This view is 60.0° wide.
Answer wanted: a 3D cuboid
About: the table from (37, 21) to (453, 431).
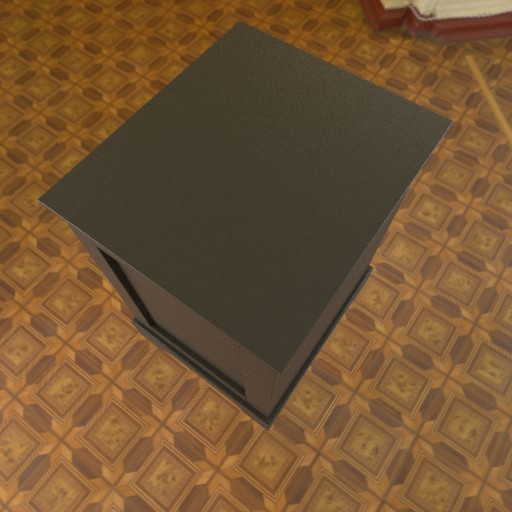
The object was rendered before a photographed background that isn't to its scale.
[{"bbox_3d":[0.000,0.000,0.901,0.399,0.610,0.460,33,67,15],"label":"table"}]
